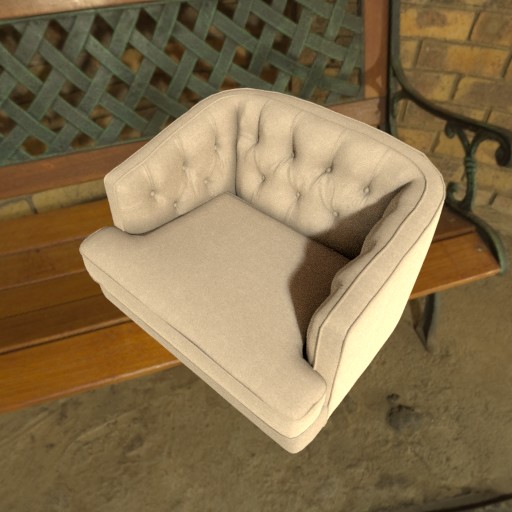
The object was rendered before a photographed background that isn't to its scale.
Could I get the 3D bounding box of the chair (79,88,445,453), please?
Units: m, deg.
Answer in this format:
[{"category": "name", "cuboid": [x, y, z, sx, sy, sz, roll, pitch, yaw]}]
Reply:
[{"category": "chair", "cuboid": [0.000, 0.000, 1.739, 1.104, 0.852, 0.941, 32, 55, 26]}]
